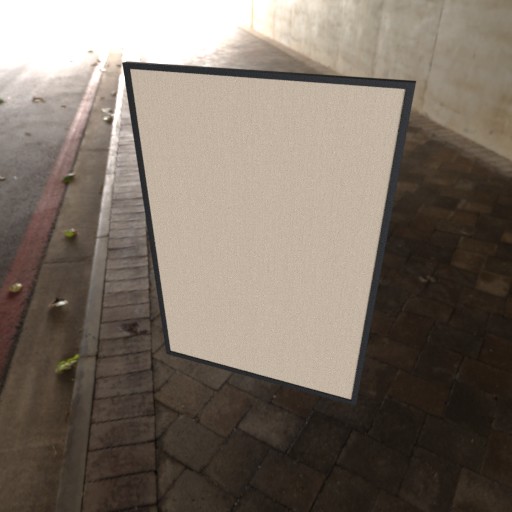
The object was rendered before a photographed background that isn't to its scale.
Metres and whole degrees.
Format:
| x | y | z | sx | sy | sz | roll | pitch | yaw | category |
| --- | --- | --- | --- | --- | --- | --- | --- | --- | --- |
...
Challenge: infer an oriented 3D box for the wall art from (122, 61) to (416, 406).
| x | y | z | sx | sy | sz | roll | pitch | yaw | category |
| --- | --- | --- | --- | --- | --- | --- | --- | --- | --- |
| 0.000 | 0.000 | 0.839 | 0.457 | 0.657 | 0.013 | 11 | 34 | 16 | wall art |
